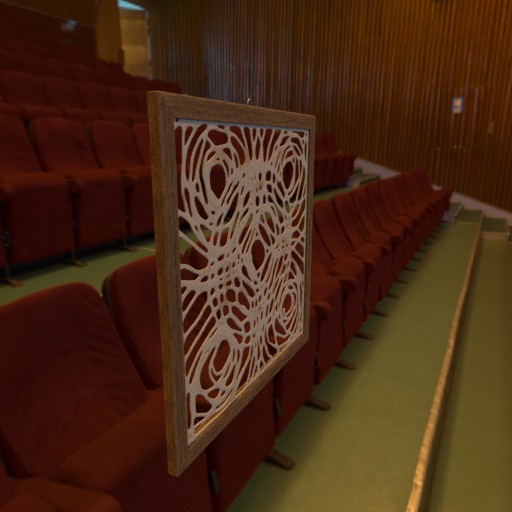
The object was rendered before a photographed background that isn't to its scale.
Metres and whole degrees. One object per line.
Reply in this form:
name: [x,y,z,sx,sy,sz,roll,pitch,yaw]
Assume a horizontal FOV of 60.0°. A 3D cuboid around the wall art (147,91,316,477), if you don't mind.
wall art: [0.000,0.000,0.857,0.021,0.576,0.561,7,16,27]
